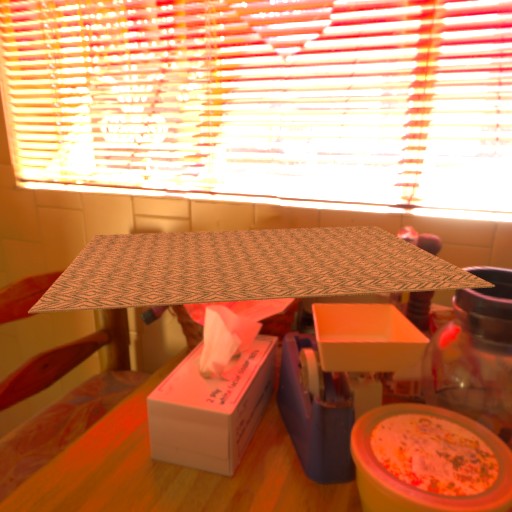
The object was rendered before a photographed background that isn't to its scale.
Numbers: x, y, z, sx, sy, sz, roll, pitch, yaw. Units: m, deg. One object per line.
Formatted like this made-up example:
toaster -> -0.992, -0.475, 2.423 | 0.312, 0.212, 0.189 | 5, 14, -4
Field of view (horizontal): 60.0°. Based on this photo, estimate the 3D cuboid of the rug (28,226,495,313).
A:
rug -> 0.000, 0.000, 2.289 | 1.828, 0.007, 1.220 | -2, 16, -8
